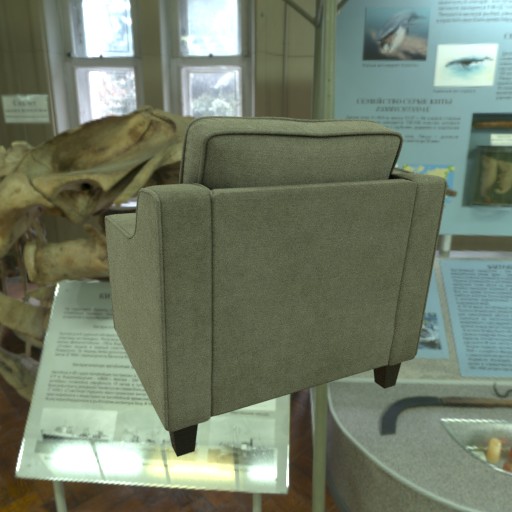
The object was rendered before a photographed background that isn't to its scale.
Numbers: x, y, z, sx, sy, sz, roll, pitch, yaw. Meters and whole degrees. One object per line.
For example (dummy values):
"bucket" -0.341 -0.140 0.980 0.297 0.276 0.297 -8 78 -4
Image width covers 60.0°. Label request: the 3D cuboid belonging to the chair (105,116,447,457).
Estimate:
"chair" 0.000 0.000 1.611 0.926 0.944 0.840 -8 17 -26
